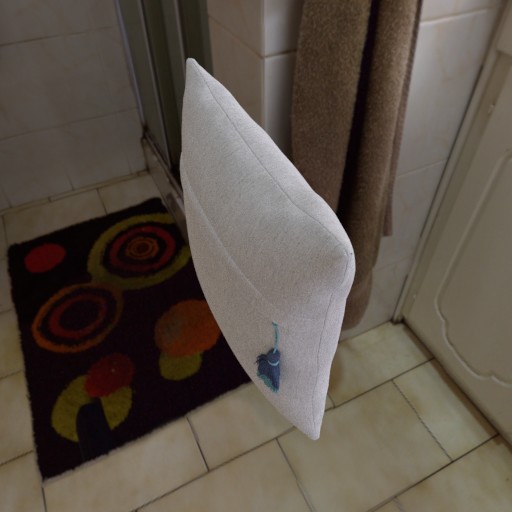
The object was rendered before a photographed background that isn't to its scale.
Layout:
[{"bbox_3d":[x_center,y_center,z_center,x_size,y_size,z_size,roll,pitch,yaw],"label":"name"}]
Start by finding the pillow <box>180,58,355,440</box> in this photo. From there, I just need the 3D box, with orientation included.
[{"bbox_3d":[0.000,0.000,0.673,0.173,0.436,0.433,-18,49,-16],"label":"pillow"}]
